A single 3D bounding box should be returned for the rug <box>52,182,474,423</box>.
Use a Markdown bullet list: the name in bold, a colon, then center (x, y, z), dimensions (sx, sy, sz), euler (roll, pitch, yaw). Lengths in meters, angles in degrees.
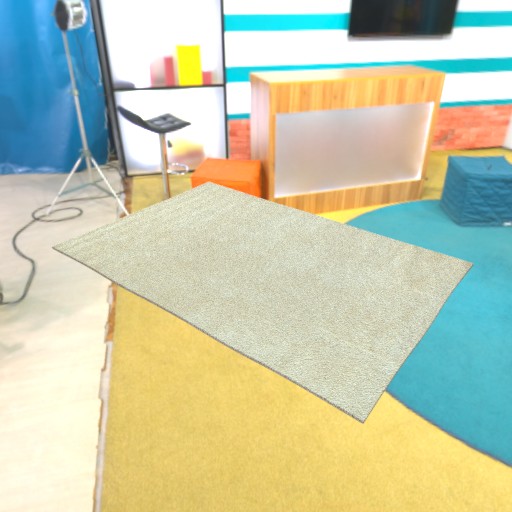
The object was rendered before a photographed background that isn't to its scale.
- **rug**: center (0.000, 0.000, 3.405), dimensions (2.699, 0.025, 1.800), euler (22, 37, 32)
